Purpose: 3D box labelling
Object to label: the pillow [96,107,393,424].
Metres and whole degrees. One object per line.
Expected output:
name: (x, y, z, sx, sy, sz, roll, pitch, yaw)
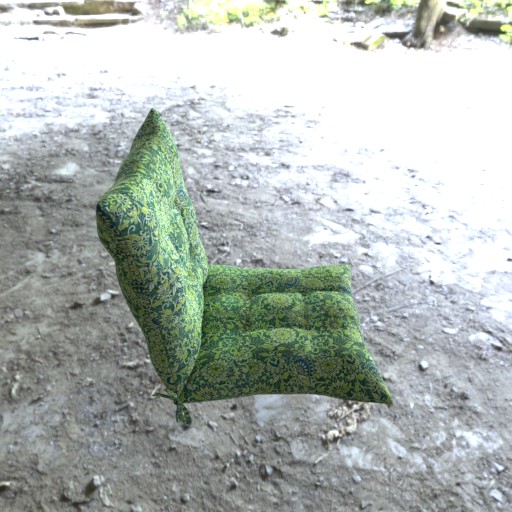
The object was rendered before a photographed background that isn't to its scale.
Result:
pillow: (0.000, 0.000, 1.023, 0.585, 0.536, 0.541, -1, 34, -1)
